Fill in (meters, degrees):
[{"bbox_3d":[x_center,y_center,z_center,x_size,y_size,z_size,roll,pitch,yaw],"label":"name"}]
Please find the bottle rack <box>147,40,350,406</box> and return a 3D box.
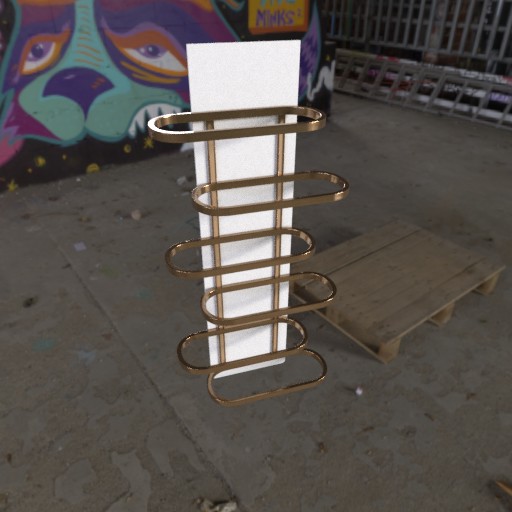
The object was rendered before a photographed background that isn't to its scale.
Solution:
[{"bbox_3d":[0.000,0.000,0.824,0.332,0.709,0.118,-9,33,-14],"label":"bottle rack"}]
